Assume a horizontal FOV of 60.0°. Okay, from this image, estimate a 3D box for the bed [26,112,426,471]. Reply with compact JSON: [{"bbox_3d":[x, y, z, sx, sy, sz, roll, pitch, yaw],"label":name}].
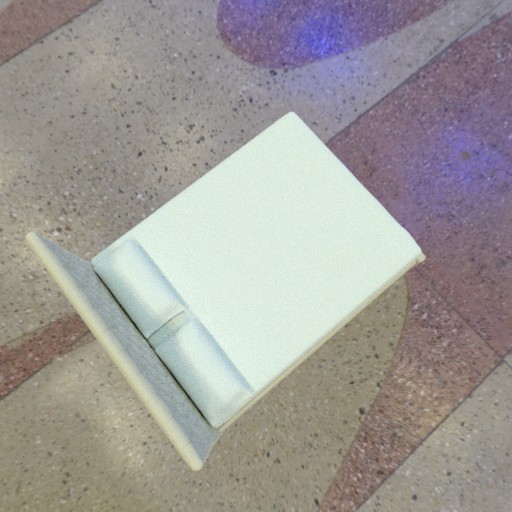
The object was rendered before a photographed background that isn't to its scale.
[{"bbox_3d":[0.000,0.000,3.325,2.233,1.426,1.696,-38,80,-8],"label":"bed"}]
